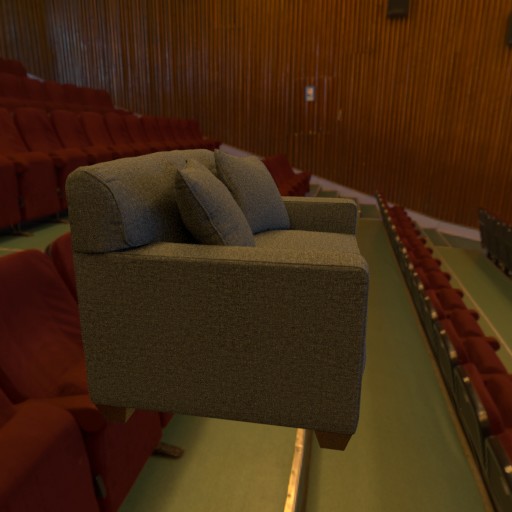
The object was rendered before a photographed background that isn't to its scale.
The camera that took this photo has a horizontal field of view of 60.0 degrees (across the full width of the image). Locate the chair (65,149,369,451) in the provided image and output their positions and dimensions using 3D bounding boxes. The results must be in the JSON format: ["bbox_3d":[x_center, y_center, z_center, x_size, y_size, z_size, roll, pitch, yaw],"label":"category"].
[{"bbox_3d":[0.000,0.000,2.050,1.000,0.948,1.383,3,16,10],"label":"chair"}]
